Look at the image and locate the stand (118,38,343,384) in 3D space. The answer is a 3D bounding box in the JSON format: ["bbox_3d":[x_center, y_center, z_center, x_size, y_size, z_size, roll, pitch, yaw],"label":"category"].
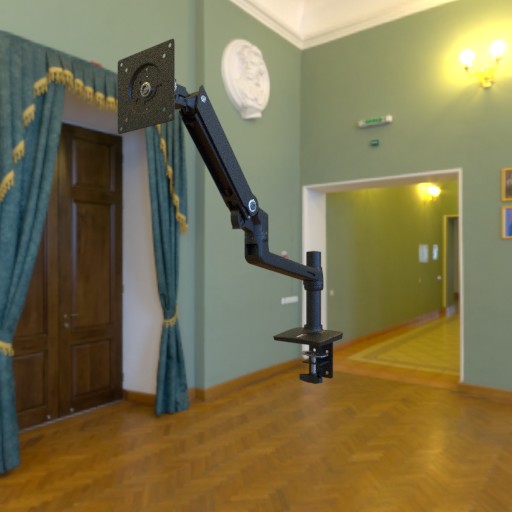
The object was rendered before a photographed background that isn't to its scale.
[{"bbox_3d":[0.000,0.000,1.027,0.152,0.713,0.650,0,0,36],"label":"stand"}]
